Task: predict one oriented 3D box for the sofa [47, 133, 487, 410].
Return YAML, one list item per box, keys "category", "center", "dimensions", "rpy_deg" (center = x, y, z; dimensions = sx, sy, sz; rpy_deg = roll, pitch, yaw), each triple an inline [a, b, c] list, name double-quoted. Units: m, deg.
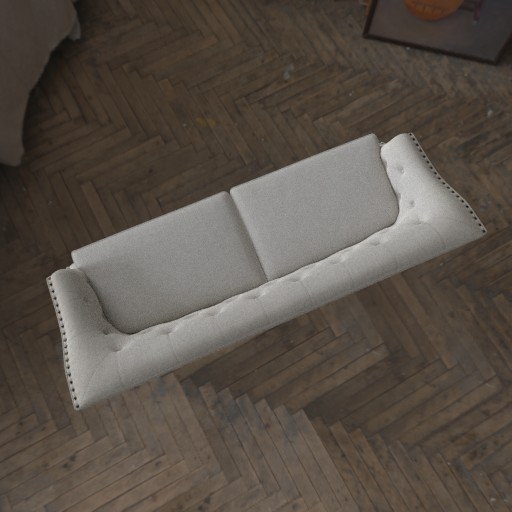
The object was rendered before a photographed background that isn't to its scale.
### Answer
- category: "sofa"
  center: [0.000, 0.000, 2.673]
  dimensions: [2.235, 0.901, 0.914]
  rpy_deg: [-22, 77, -6]
